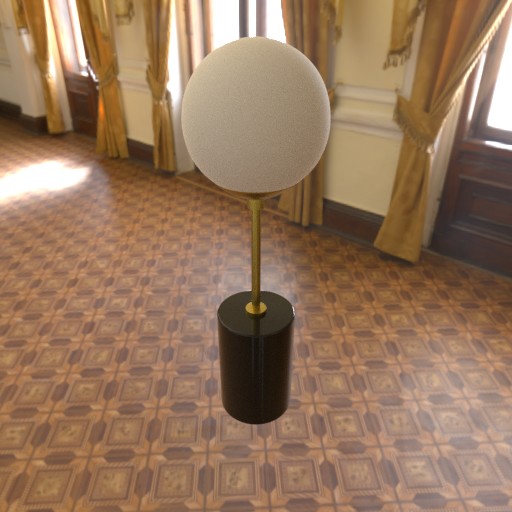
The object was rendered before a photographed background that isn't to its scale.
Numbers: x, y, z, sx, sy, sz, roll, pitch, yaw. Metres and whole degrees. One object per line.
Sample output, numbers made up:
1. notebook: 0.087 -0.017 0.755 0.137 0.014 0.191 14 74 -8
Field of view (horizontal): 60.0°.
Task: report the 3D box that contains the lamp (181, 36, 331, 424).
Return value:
1. lamp: 0.000 0.000 0.541 0.153 0.480 0.153 0 29 0
